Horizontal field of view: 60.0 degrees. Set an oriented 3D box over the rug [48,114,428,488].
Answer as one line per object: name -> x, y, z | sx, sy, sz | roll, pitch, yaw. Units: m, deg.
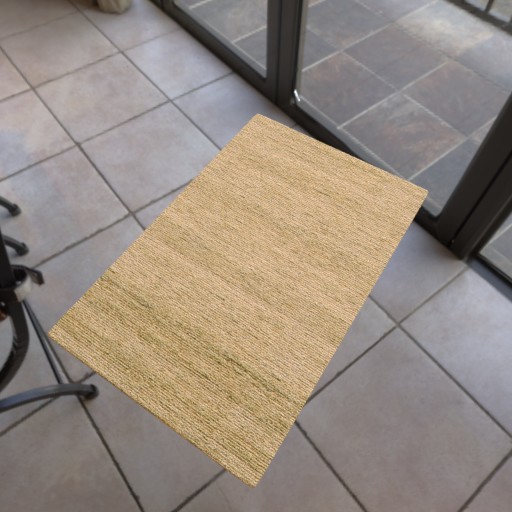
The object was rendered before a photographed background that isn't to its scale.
rug -> 0.000, 0.000, 2.239 | 1.143, 0.010, 1.758 | 29, 63, 17
